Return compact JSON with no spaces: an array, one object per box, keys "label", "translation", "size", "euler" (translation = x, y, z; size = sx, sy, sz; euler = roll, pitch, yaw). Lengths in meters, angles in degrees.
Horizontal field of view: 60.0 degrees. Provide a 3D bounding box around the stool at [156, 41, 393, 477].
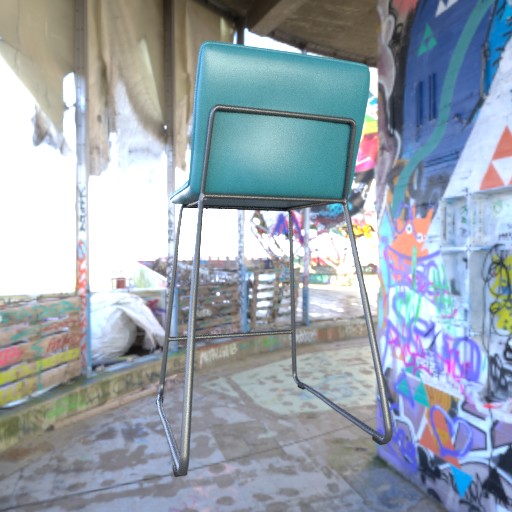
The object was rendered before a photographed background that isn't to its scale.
[{"label":"stool","translation":[0.000,0.000,1.164],"size":[0.489,0.866,0.524],"euler":[0,1,-18]}]
